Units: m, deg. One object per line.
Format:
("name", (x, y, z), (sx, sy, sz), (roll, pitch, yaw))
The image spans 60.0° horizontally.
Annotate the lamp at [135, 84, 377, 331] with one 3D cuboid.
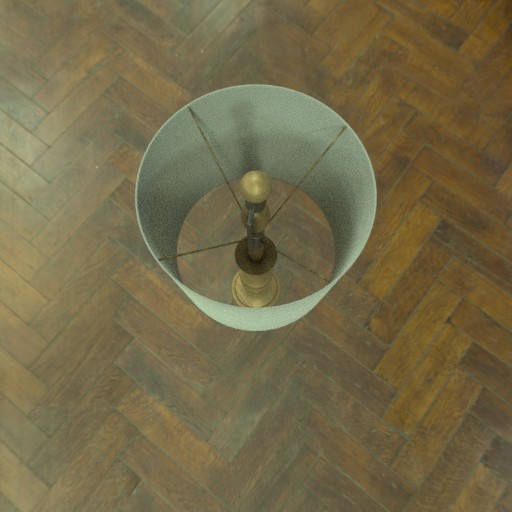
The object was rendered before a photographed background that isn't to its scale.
("lamp", (0.000, 0.000, 0.727), (0.250, 0.597, 0.250), (-36, 78, -9))
